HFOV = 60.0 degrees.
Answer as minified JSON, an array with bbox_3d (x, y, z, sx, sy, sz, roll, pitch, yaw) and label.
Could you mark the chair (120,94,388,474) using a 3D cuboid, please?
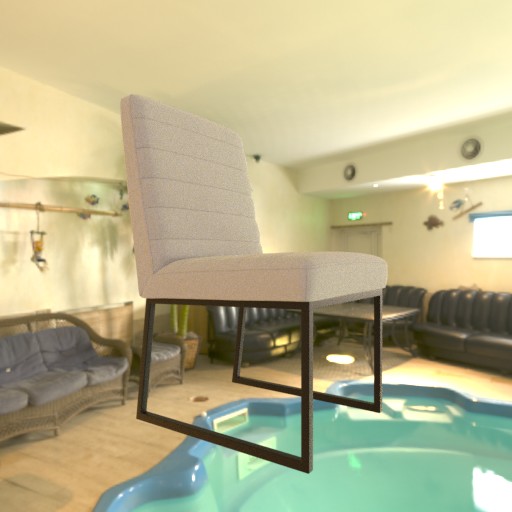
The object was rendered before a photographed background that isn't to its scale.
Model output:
[{"bbox_3d":[0.000,0.000,1.305,0.634,0.930,0.520,0,0,35],"label":"chair"}]
